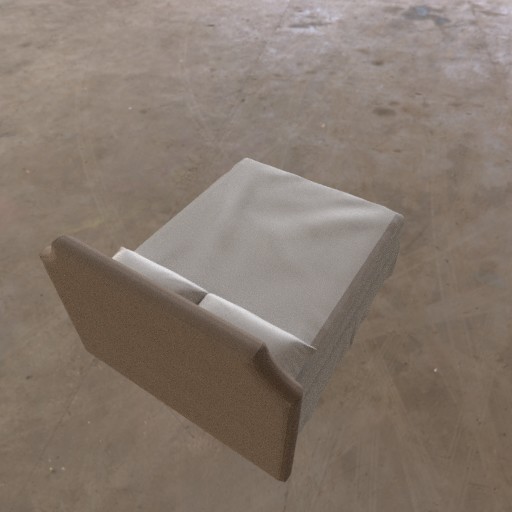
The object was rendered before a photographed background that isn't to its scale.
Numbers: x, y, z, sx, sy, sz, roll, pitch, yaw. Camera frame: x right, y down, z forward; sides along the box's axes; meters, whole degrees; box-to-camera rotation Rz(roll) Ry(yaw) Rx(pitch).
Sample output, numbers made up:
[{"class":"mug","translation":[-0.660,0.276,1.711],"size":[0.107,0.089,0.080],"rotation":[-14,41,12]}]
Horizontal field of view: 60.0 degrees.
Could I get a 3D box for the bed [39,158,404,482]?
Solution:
[{"class":"bed","translation":[0.000,0.000,3.304],"size":[1.828,1.303,2.164],"rotation":[25,51,22]}]
